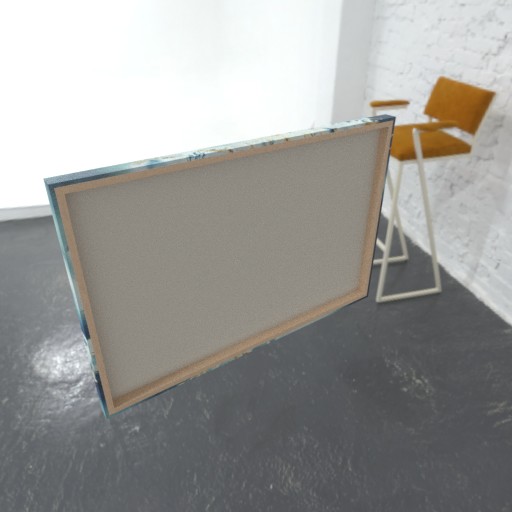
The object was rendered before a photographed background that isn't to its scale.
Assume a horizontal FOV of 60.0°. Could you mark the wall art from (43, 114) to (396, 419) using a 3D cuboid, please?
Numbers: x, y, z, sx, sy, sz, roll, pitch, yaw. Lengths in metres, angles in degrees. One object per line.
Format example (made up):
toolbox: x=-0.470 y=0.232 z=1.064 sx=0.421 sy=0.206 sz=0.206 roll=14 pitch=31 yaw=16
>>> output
wall art: x=0.000 y=0.000 z=1.168 sx=0.912 sy=0.608 sz=0.038 roll=-19 pitch=35 yaw=-29
